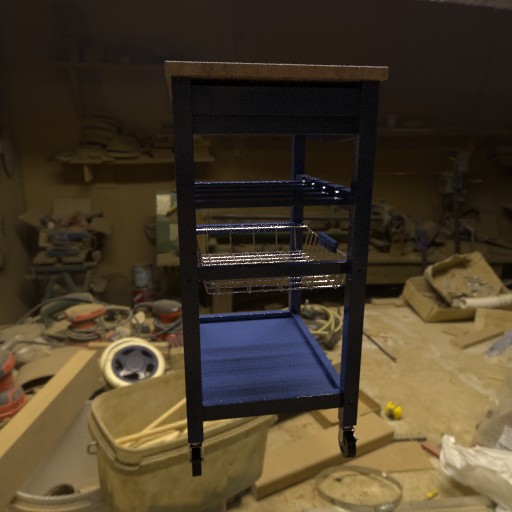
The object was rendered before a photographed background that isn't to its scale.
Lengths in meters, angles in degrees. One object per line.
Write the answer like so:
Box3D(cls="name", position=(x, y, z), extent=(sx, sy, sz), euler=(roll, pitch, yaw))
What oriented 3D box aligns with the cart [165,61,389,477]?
Box3D(cls="cart", position=(0.000, 0.000, 1.147), extent=(0.403, 0.839, 0.584), euler=(-2, 15, -9))
